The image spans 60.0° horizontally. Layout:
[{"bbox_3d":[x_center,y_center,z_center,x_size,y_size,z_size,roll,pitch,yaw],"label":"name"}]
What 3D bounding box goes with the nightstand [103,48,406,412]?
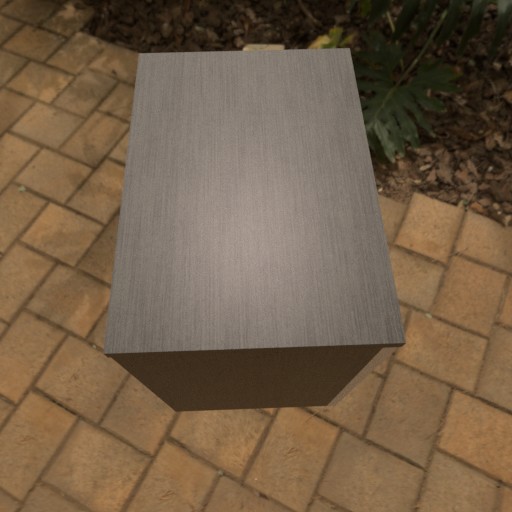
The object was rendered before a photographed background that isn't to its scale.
[{"bbox_3d":[0.000,0.000,0.755,0.325,0.460,0.441,-2,63,-1],"label":"nightstand"}]
